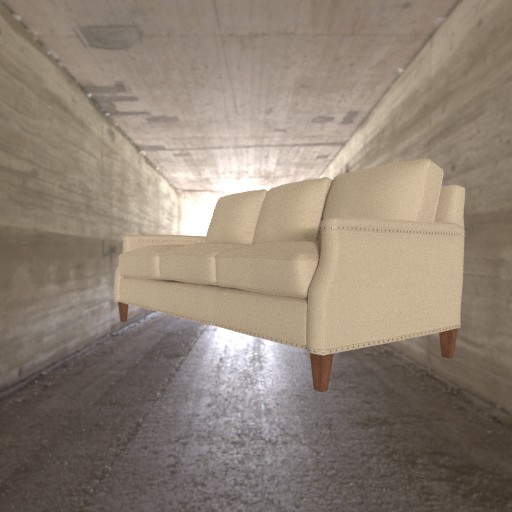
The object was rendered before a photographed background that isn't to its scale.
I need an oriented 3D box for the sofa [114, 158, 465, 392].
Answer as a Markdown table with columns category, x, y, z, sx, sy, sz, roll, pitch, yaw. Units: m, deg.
| category | x | y | z | sx | sy | sz | roll | pitch | yaw |
| --- | --- | --- | --- | --- | --- | --- | --- | --- | --- |
| sofa | 0.000 | 0.000 | 2.811 | 1.084 | 1.003 | 2.246 | 0 | 1 | -37 |
